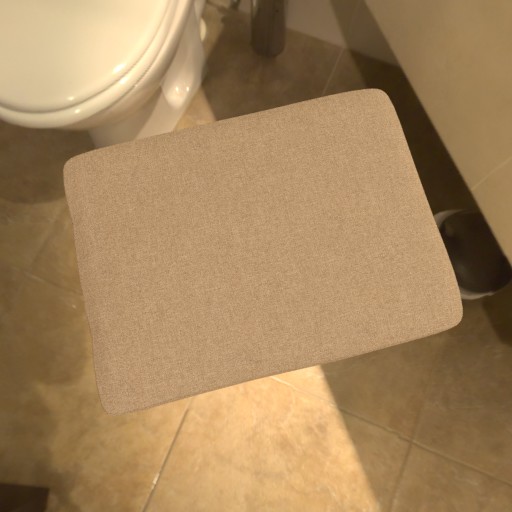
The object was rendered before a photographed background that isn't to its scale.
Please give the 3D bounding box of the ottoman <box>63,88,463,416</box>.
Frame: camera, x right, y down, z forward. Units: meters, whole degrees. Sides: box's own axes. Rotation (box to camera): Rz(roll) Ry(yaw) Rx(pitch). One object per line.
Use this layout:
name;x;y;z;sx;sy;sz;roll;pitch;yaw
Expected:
ottoman;0.000;0.000;1.296;0.898;0.519;0.677;-14;77;-3
